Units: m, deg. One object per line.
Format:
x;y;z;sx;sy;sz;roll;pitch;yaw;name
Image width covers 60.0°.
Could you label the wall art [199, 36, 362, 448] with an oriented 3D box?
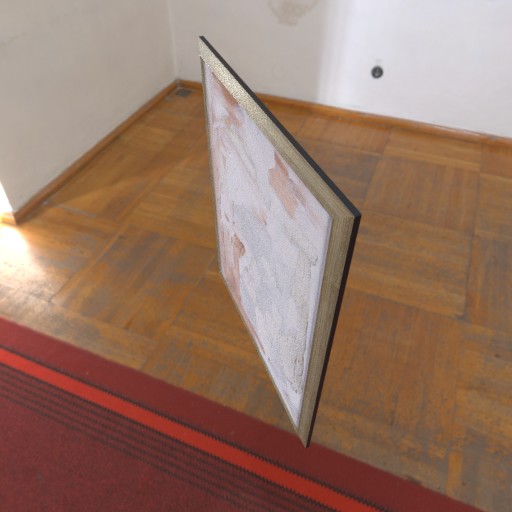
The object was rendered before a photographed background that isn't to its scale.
0.000;0.000;0.895;0.018;0.660;0.559;-17;48;-15;wall art
